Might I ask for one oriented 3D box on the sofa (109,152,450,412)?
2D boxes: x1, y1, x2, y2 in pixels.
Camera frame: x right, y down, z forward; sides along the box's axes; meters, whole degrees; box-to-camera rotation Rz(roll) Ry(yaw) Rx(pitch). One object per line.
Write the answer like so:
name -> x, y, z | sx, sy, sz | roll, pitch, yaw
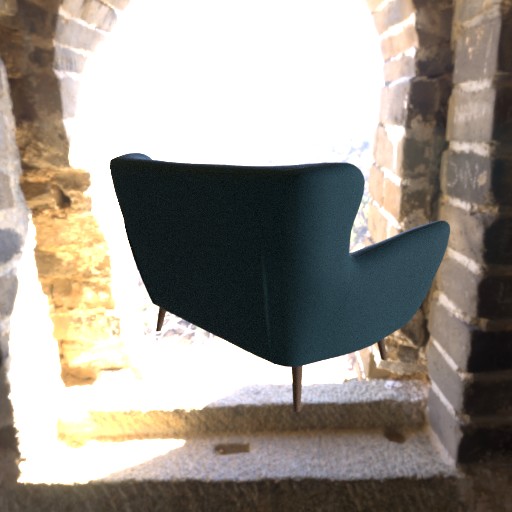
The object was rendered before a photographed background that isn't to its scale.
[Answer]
sofa -> 0.000, 0.000, 1.996 | 0.889, 0.889, 1.397 | -14, 20, -42
